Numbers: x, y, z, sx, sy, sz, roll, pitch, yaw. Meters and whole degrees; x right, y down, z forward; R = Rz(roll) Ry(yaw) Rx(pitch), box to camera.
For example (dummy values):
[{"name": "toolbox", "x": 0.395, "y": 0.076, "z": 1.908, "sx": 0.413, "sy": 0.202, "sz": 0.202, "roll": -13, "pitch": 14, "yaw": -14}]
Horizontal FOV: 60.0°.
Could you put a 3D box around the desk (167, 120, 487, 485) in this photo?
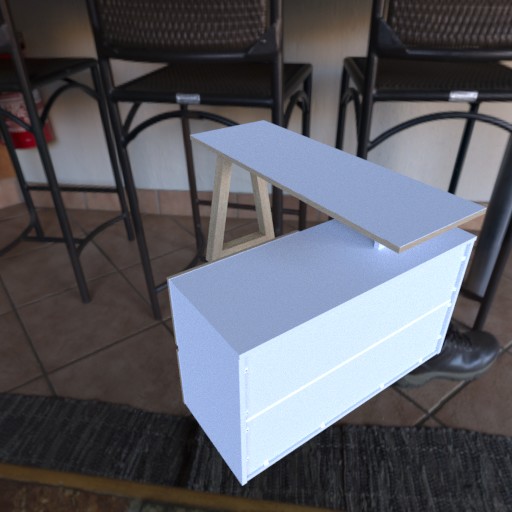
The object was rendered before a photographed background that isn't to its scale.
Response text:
[{"name": "desk", "x": 0.000, "y": 0.000, "z": 2.057, "sx": 1.098, "sy": 0.755, "sz": 1.404, "roll": -21, "pitch": 38, "yaw": -29}]
